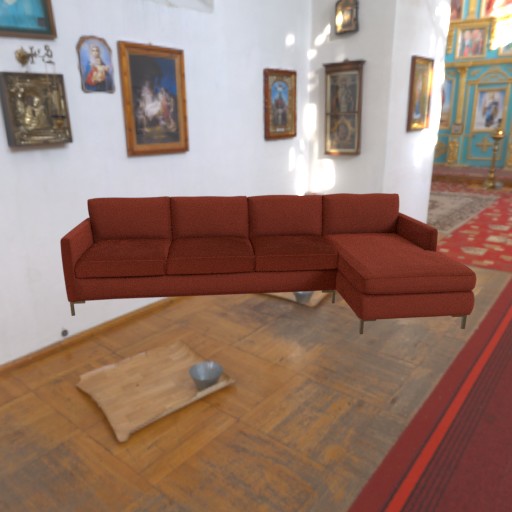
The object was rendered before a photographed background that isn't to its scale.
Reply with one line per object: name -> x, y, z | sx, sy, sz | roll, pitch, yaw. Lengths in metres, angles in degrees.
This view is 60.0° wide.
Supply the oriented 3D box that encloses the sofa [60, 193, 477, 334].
sofa -> 0.000, 0.000, 3.500 | 2.932, 0.810, 1.350 | -2, 17, -6
